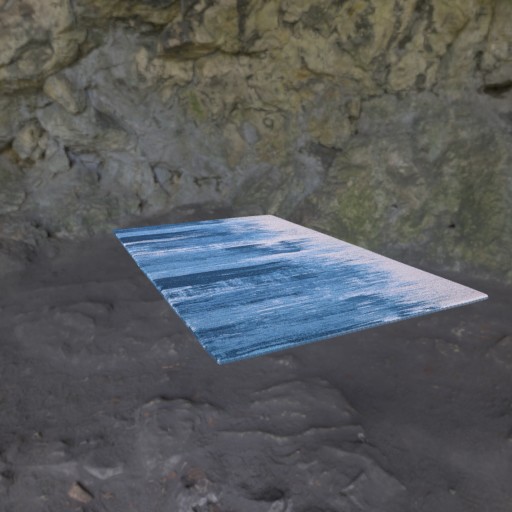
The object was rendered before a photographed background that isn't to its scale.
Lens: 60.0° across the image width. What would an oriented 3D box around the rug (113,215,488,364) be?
[{"bbox_3d":[0.000,0.000,3.030,1.540,0.027,2.450,-8,18,-25],"label":"rug"}]
